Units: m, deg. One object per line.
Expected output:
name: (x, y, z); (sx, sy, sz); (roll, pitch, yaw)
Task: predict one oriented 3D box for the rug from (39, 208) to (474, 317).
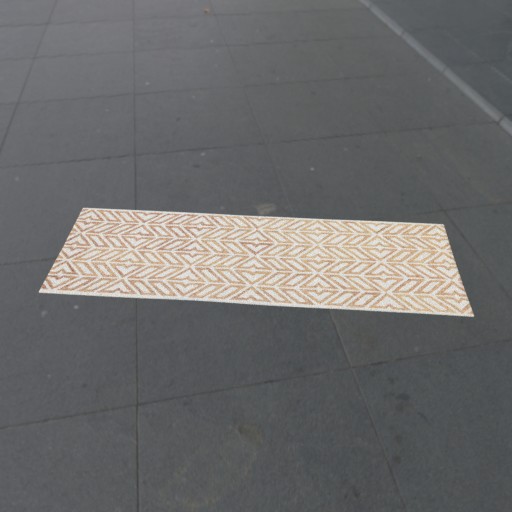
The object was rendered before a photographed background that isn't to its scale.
rug: (0.000, 0.000, 2.729); (2.435, 0.009, 0.750); (3, 46, 3)
